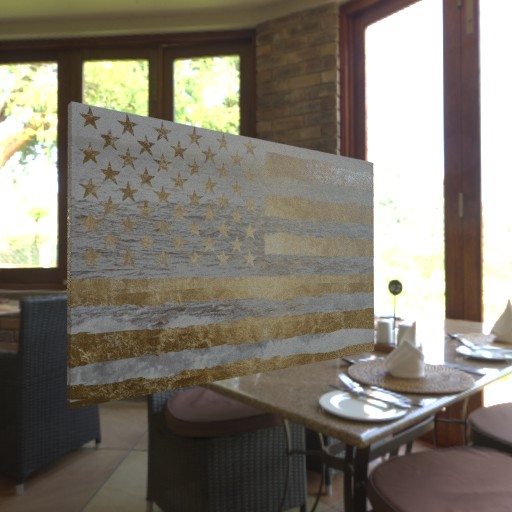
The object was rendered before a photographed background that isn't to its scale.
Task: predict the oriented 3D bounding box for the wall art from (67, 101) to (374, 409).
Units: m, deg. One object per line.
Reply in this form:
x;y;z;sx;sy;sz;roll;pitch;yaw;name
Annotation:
0.000;0.000;1.166;0.932;0.610;0.027;0;-1;-37;wall art
